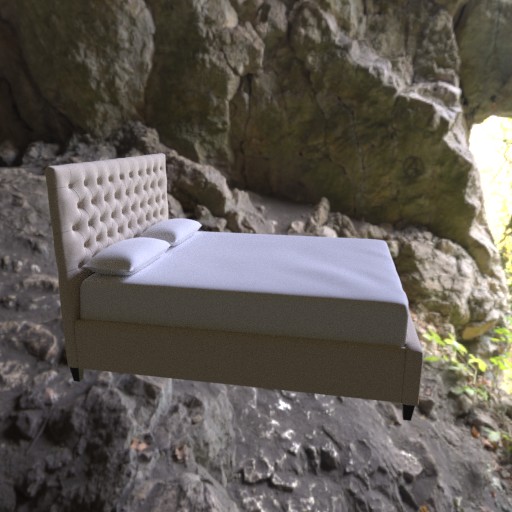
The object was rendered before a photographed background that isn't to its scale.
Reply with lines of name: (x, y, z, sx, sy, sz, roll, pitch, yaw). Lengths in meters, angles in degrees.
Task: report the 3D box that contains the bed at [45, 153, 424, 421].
bed: (0.000, 0.000, 3.358, 2.233, 1.426, 1.696, 3, 16, 11)
